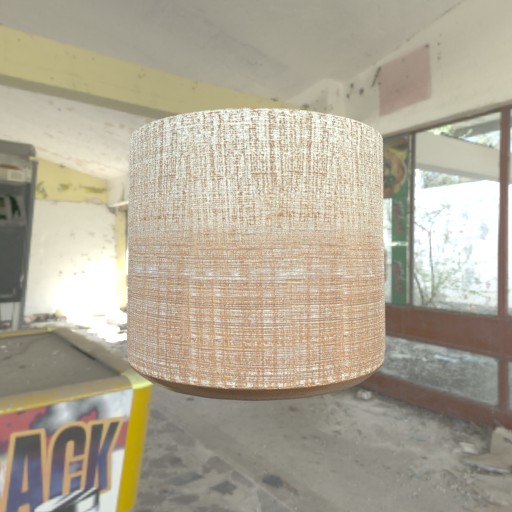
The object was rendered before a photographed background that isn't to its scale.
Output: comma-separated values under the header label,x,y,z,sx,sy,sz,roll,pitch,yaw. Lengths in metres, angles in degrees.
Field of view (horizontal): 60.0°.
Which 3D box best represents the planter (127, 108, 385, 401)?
label,x,y,z,sx,sy,sz,roll,pitch,yaw
planter,0.000,0.000,0.194,0.109,0.096,0.109,0,0,0
